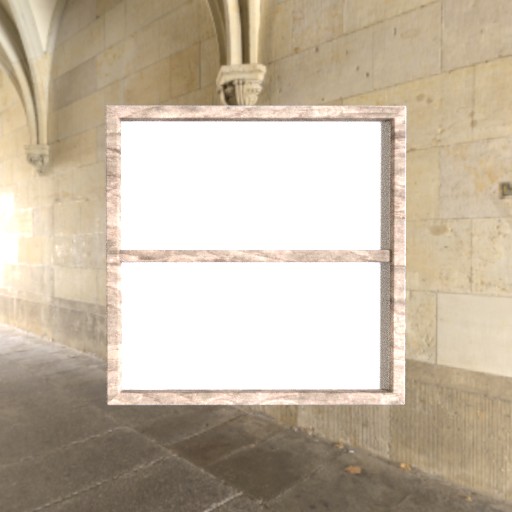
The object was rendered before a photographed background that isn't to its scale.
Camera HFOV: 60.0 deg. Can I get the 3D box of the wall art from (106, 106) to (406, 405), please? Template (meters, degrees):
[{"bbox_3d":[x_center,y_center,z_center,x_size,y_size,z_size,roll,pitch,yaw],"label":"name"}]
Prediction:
[{"bbox_3d":[0.000,0.000,1.121,0.747,0.747,0.035,0,1,0],"label":"wall art"}]
